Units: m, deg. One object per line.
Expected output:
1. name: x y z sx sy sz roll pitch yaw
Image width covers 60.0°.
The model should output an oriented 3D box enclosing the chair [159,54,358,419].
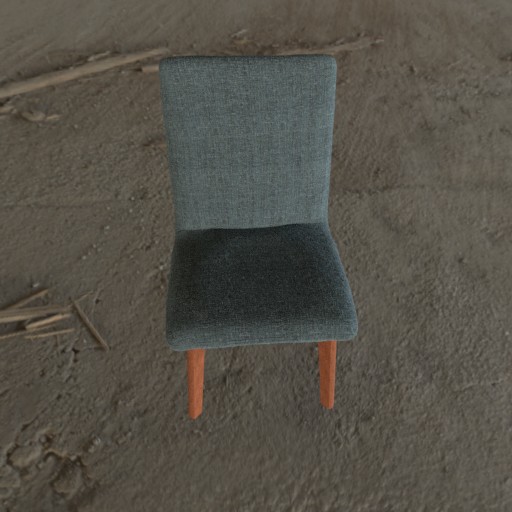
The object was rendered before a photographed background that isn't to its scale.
1. chair: 0.000 0.000 1.316 0.522 0.974 0.563 -3 47 -3
